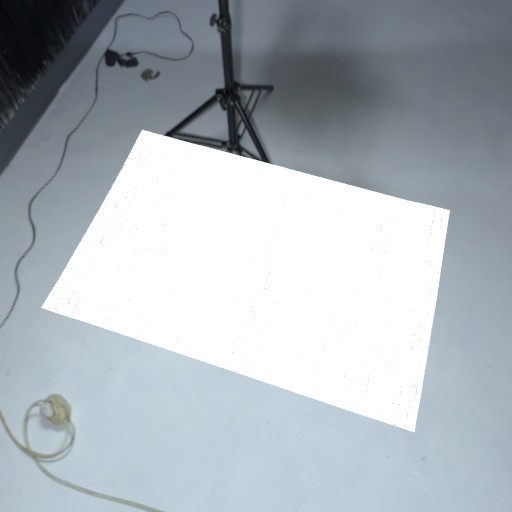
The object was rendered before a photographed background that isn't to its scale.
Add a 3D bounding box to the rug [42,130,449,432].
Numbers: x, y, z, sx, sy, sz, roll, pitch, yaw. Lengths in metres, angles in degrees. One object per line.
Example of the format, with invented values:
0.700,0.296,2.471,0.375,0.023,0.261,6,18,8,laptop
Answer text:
0.000,0.000,2.209,1.773,0.021,1.149,16,64,8,rug
